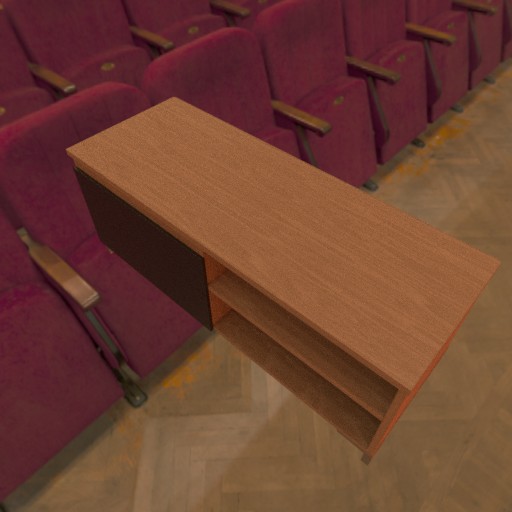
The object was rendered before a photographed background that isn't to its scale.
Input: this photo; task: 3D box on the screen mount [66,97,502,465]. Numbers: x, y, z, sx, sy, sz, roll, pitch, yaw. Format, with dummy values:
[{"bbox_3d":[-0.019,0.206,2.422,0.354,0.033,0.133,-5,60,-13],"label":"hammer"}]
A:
[{"bbox_3d":[0.000,0.000,1.269,1.084,0.432,0.406,34,56,27],"label":"screen mount"}]
